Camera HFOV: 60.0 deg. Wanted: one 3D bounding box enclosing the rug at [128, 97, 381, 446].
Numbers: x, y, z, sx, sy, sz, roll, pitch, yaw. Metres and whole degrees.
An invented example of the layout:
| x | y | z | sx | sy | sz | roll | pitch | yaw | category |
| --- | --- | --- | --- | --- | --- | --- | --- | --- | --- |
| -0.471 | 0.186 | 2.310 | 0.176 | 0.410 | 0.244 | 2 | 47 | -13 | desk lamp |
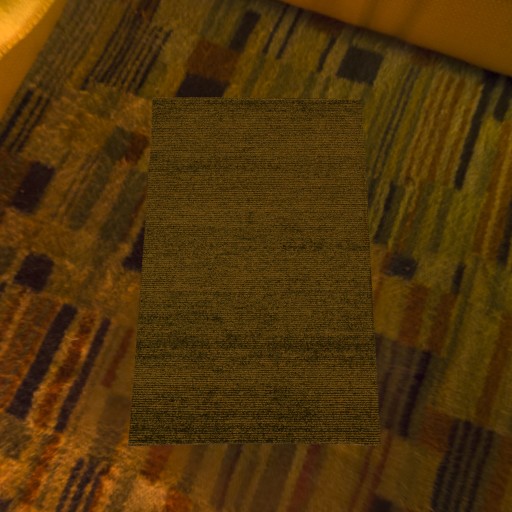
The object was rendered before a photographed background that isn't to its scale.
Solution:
| x | y | z | sx | sy | sz | roll | pitch | yaw | category |
| --- | --- | --- | --- | --- | --- | --- | --- | --- | --- |
| 0.000 | 0.000 | 2.207 | 1.145 | 0.021 | 1.777 | 1 | 76 | 0 | rug |
